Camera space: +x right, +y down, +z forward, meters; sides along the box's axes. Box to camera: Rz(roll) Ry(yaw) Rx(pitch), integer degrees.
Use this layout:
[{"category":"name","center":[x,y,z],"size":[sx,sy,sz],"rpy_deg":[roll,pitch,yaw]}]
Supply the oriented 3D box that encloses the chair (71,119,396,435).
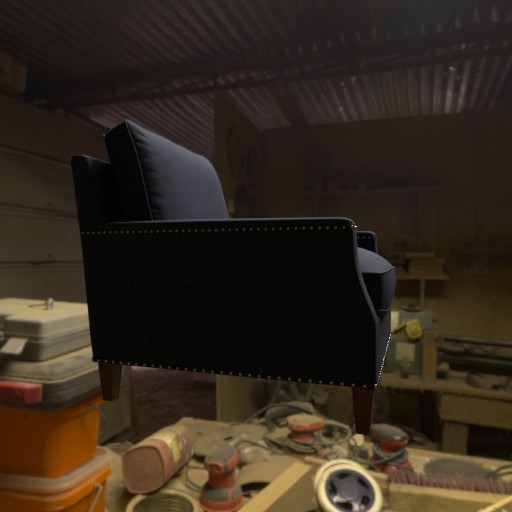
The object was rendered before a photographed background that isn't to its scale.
[{"category":"chair","center":[0.000,0.000,1.695],"size":[1.014,0.943,0.853],"rpy_deg":[0,0,19]}]
